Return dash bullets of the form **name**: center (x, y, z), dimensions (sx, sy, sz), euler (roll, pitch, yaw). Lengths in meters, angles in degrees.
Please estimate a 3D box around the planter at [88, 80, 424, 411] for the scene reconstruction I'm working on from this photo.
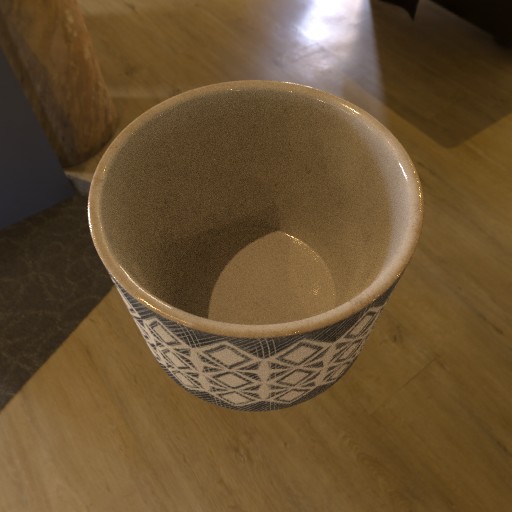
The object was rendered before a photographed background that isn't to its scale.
- **planter**: center (0.000, 0.000, 0.213), dimensions (0.126, 0.104, 0.126), euler (0, 57, 0)
